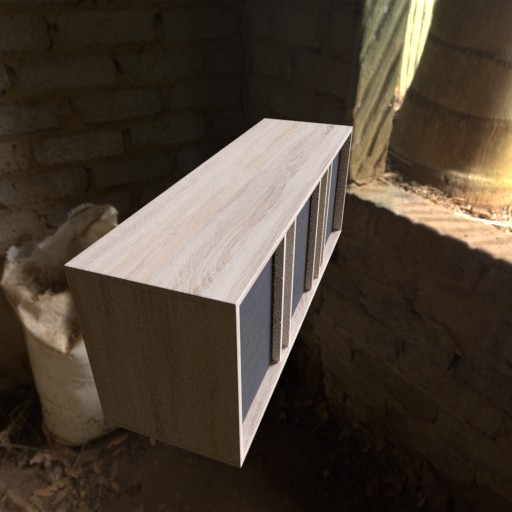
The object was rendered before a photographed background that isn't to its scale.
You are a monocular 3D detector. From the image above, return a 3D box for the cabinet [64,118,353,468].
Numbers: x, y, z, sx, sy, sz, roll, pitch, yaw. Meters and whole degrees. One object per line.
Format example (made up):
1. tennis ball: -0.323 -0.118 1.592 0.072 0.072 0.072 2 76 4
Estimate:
1. cabinet: 0.000 0.000 1.980 0.500 0.780 1.650 11 33 17
